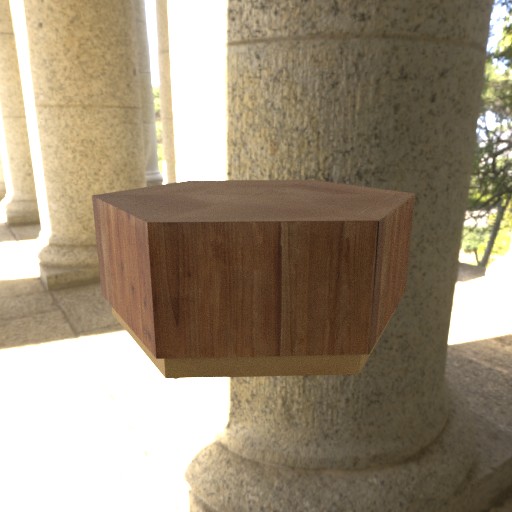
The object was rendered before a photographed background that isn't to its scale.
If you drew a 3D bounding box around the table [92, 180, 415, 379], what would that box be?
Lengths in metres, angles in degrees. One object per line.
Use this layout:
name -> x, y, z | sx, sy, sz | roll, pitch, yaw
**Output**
table -> 0.000, 0.000, 1.642 | 1.000, 0.456, 1.154 | 8, 17, 26
